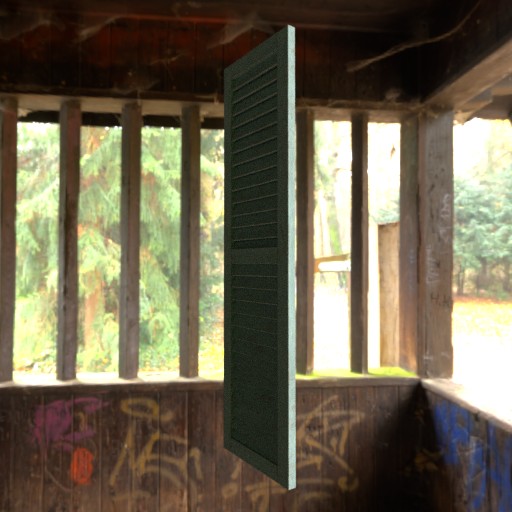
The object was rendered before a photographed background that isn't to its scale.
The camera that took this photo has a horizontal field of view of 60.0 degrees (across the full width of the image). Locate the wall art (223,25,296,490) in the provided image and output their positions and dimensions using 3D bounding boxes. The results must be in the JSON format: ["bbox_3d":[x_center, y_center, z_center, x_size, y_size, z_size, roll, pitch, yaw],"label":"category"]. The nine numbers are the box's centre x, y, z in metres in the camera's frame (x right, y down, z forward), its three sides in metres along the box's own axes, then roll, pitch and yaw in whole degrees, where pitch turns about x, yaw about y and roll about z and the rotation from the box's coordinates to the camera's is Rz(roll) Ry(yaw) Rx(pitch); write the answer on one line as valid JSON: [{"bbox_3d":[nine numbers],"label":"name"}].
[{"bbox_3d":[0.000,0.000,1.301,0.025,1.219,0.329,1,-1,-35],"label":"wall art"}]
